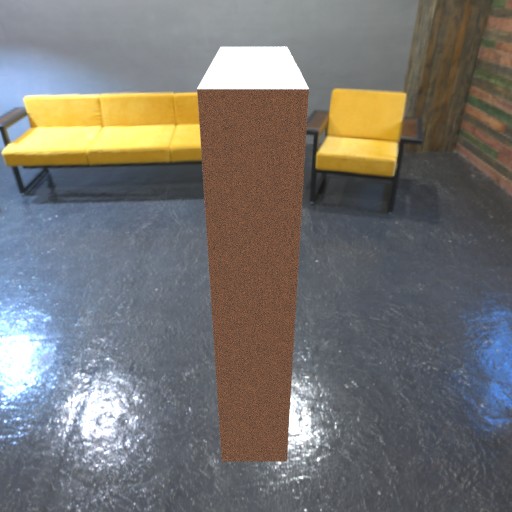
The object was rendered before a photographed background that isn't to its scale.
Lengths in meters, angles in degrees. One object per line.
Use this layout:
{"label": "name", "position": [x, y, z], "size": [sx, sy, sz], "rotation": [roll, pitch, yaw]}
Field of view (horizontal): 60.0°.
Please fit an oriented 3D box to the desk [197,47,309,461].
{"label": "desk", "position": [0.000, 0.000, 1.585], "size": [0.250, 1.280, 0.750], "rotation": [0, 31, 0]}
